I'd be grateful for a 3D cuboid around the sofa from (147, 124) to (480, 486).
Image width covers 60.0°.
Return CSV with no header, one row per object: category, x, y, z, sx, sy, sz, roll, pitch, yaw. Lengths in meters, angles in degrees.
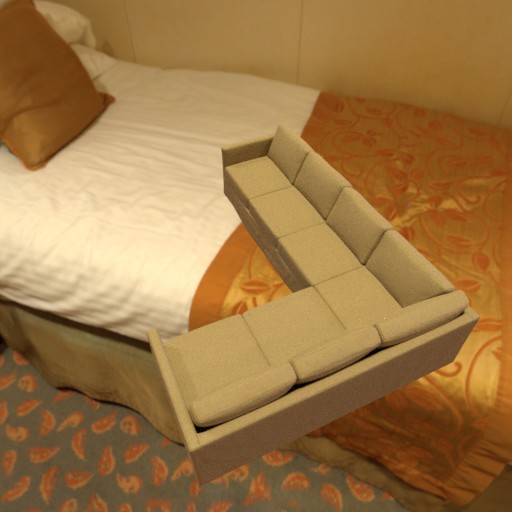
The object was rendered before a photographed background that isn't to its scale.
sofa,0.000,0.000,4.288,2.432,0.871,3.182,-19,48,-17
